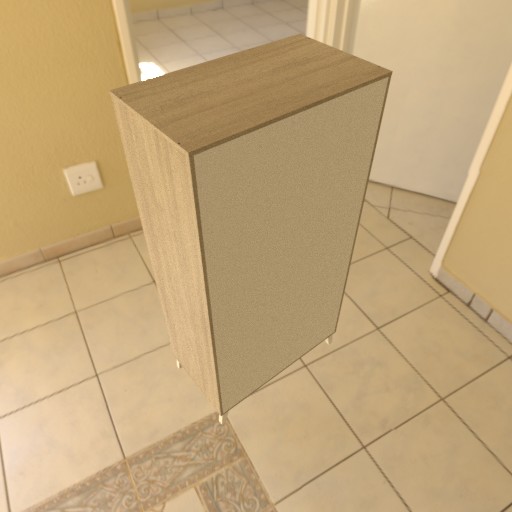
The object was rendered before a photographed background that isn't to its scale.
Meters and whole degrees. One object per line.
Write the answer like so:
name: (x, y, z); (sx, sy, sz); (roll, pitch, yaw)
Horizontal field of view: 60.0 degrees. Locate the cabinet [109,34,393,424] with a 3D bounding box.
cabinet: (0.000, 0.000, 2.493); (1.006, 1.999, 0.571); (-29, 52, -26)
